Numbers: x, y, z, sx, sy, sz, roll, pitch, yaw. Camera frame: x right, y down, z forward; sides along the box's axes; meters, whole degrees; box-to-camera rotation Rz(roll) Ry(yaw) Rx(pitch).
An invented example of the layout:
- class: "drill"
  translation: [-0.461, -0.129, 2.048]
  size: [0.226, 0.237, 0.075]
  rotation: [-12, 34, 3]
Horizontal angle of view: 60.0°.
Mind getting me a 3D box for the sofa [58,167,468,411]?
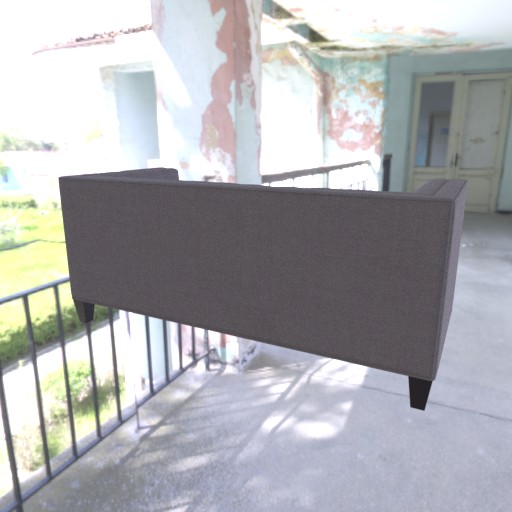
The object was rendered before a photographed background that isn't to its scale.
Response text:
- class: "sofa"
  translation: [0.000, 0.000, 2.175]
  size: [1.778, 0.762, 0.775]
  rotation: [8, 17, 26]
